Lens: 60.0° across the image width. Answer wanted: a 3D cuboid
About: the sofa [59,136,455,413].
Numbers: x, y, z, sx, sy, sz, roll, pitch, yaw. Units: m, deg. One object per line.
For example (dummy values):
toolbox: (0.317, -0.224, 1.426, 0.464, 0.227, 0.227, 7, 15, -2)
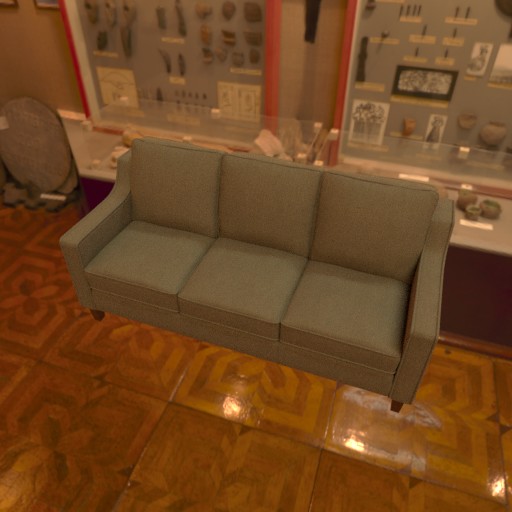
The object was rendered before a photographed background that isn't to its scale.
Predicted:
sofa: (0.000, 0.000, 2.569, 1.986, 0.974, 0.911, 13, 42, 15)
